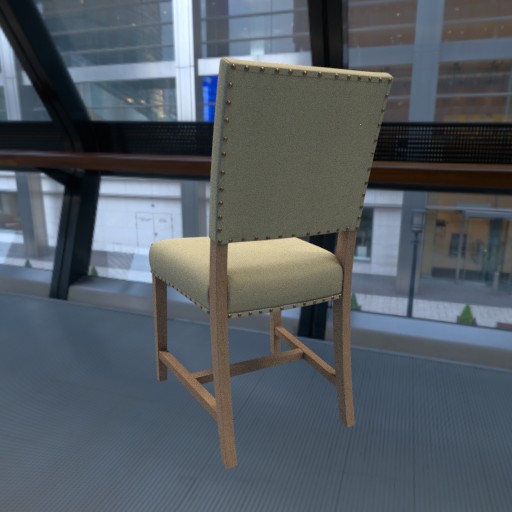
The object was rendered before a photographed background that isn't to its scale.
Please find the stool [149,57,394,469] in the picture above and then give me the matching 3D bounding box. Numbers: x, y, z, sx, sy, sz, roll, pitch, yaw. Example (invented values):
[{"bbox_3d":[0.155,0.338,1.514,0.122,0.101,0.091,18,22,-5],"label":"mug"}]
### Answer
[{"bbox_3d":[0.000,0.000,1.333,0.508,0.986,0.623,-7,15,-26],"label":"stool"}]
